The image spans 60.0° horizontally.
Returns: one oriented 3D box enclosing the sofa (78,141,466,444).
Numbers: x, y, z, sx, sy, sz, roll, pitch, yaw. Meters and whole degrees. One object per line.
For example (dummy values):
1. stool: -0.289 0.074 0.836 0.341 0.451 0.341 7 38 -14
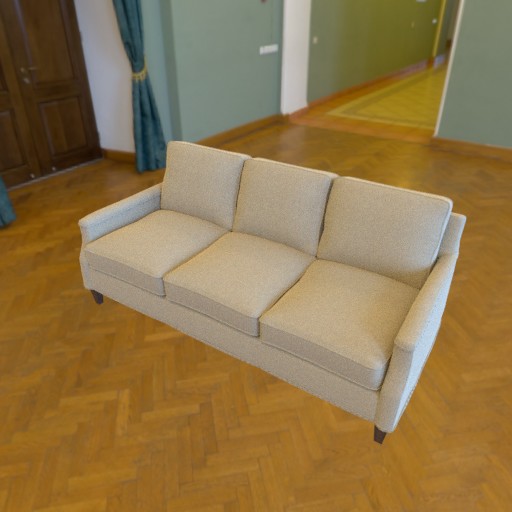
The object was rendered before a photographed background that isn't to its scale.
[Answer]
1. sofa: 0.000 0.000 2.817 2.246 1.003 1.084 19 36 28
